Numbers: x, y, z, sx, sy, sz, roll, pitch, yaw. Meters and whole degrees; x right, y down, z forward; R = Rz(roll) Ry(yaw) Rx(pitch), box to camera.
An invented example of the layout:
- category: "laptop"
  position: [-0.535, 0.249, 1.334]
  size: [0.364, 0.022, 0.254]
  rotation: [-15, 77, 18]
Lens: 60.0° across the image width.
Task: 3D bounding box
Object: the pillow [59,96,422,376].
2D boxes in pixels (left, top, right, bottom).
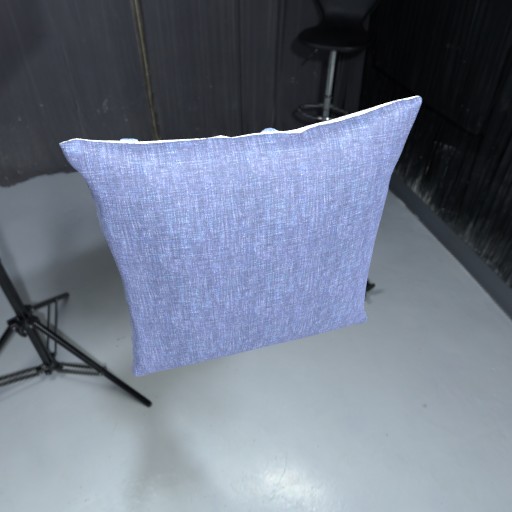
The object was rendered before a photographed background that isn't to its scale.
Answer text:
- category: "pillow"
  position: [0.000, 0.000, 0.767]
  size: [0.510, 0.510, 0.145]
  rotation: [-11, 43, -12]
